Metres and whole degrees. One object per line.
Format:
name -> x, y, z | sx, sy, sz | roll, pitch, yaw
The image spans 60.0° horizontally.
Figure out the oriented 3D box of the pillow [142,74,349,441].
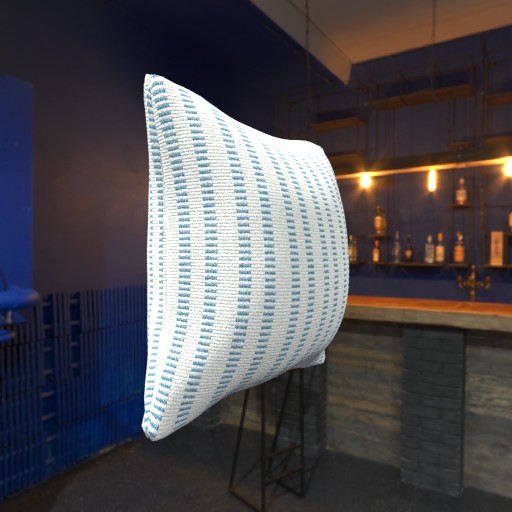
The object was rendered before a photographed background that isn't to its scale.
pillow -> 0.000, 0.000, 0.678 | 0.247, 0.419, 0.438 | 0, 1, 35
